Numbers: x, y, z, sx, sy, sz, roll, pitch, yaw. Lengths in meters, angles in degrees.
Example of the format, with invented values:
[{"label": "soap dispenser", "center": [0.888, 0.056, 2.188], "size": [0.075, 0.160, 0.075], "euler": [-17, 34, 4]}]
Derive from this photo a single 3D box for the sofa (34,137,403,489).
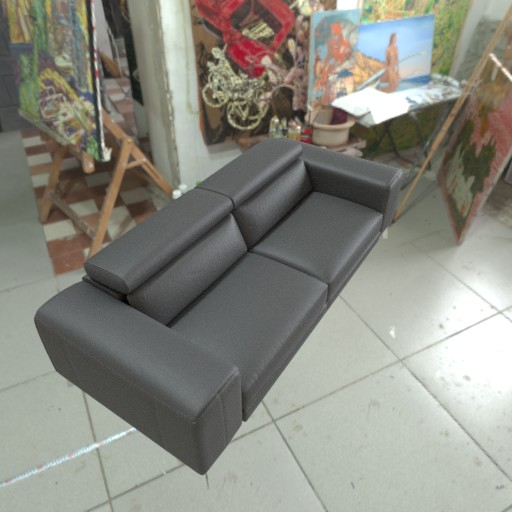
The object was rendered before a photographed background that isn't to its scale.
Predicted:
[{"label": "sofa", "center": [0.000, 0.000, 2.720], "size": [1.023, 0.759, 2.321], "euler": [23, 45, 25]}]
